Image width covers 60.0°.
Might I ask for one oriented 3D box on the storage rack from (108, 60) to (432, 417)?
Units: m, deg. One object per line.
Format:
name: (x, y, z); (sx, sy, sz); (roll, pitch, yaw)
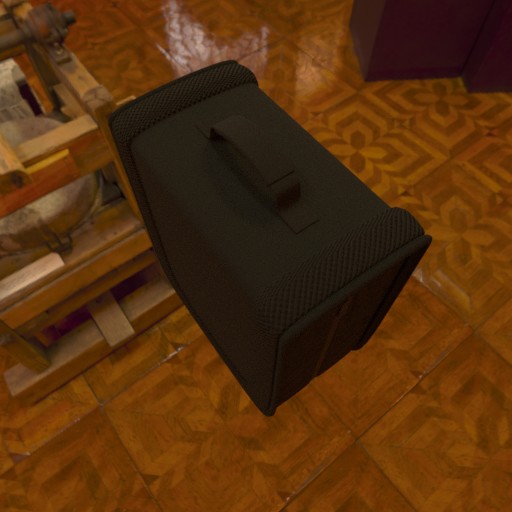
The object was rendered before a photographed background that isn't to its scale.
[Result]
storage rack: (0.000, 0.000, 0.542); (0.168, 0.387, 0.297); (-32, 64, -18)
